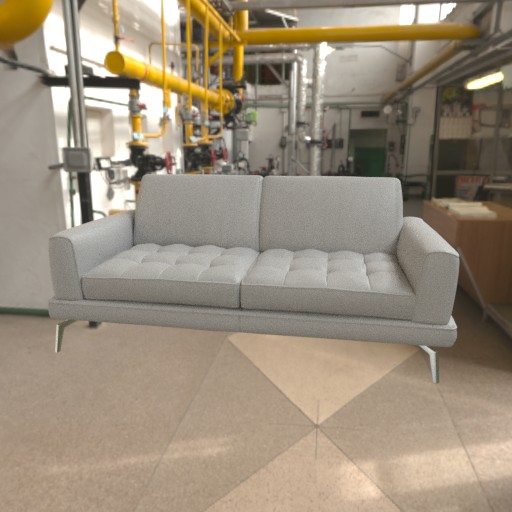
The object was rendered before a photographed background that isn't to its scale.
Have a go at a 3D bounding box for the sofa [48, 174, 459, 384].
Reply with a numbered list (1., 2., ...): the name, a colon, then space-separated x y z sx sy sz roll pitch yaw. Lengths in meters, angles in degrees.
1. sofa: 0.000 0.000 2.725 2.177 0.930 1.121 3 15 10
